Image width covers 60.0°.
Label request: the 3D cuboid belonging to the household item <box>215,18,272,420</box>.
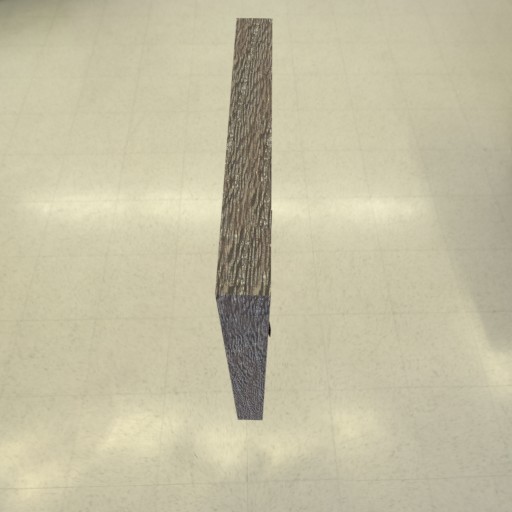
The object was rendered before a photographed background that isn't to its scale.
[{"bbox_3d":[0.000,0.000,0.236,0.020,0.180,0.133,1,59,1],"label":"household item"}]
